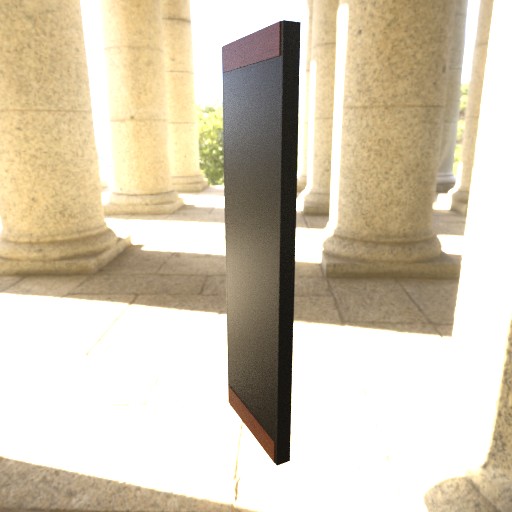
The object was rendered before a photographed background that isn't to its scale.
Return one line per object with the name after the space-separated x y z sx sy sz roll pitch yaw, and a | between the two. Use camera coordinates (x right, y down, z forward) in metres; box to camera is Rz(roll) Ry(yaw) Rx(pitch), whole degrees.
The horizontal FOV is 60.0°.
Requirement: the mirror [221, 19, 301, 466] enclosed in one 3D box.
0.000 0.000 1.238 0.047 1.123 0.343 -8 17 -26 | mirror
